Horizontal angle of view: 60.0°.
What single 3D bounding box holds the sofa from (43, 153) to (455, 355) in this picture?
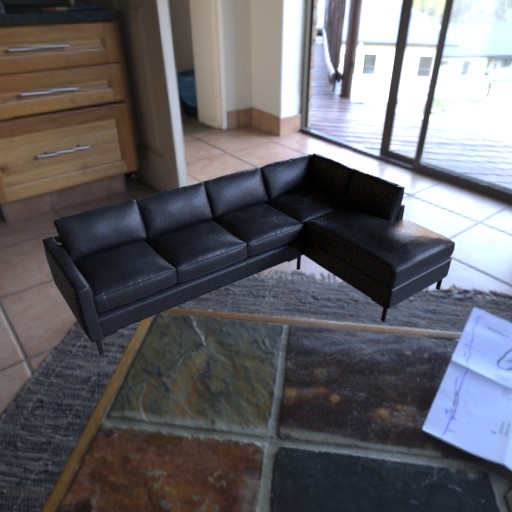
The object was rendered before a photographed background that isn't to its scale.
[{"bbox_3d":[0.000,0.000,3.835,2.984,0.877,1.938,-21,37,-30],"label":"sofa"}]
